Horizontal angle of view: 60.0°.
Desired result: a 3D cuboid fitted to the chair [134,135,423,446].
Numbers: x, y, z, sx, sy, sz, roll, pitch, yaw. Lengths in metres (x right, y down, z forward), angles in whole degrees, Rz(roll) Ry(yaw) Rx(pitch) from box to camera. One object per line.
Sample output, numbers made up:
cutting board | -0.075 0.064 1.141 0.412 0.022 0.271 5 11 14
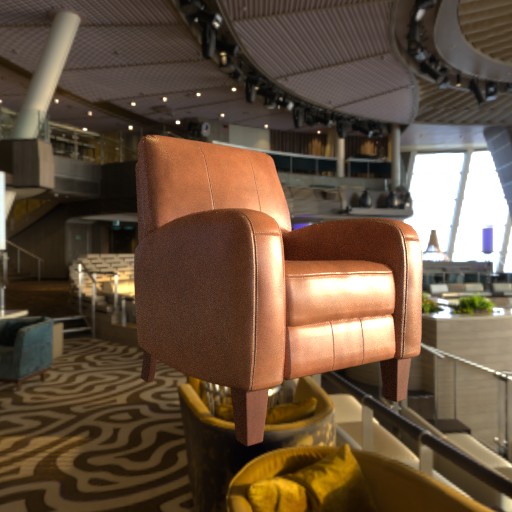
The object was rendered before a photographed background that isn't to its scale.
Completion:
chair | 0.000 0.000 1.687 0.762 0.990 0.990 0 0 -35
